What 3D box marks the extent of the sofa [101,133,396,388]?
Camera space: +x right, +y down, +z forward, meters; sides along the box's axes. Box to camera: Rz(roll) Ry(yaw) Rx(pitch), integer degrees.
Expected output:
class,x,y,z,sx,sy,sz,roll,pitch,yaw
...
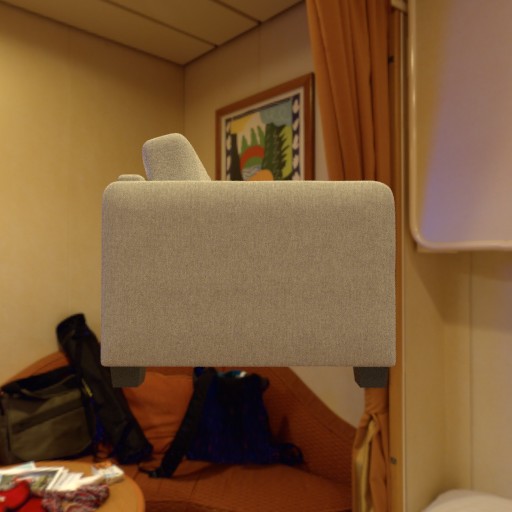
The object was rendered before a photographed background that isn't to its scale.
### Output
class,x,y,z,sx,sy,sz,roll,pitch,yaw
sofa,0.000,0.000,2.032,0.900,0.800,1.540,0,-1,0
